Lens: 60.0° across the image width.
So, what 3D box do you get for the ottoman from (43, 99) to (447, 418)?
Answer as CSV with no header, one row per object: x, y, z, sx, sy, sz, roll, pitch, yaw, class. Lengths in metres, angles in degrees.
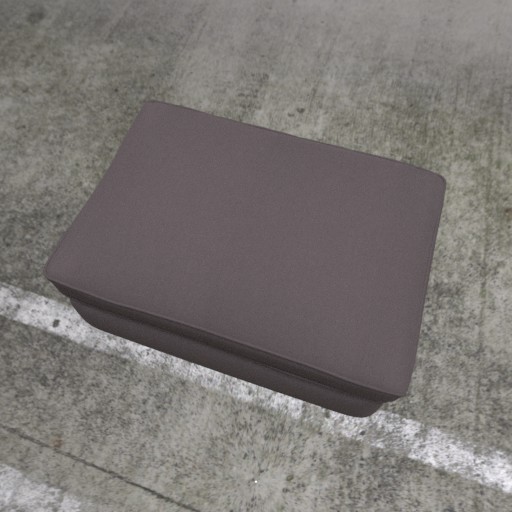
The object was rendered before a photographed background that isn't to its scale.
0.000,0.000,0.976,0.686,0.406,0.508,17,64,8,ottoman
